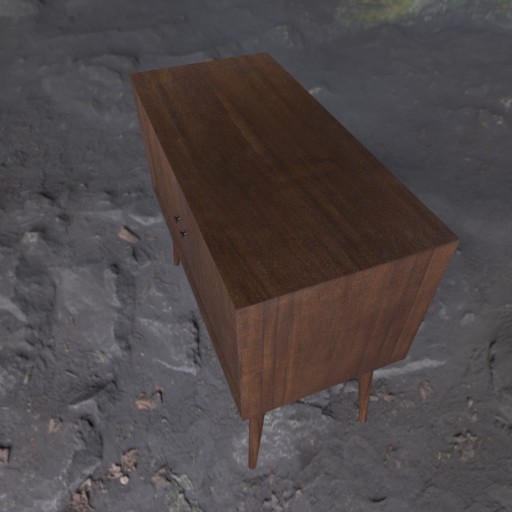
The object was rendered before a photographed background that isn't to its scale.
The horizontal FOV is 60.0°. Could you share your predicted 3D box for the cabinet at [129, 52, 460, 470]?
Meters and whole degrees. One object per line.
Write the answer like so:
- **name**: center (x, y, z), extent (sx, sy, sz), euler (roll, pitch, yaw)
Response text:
- **cabinet**: center (0.000, 0.000, 1.085), extent (0.354, 0.654, 0.743), euler (-16, 48, -15)
